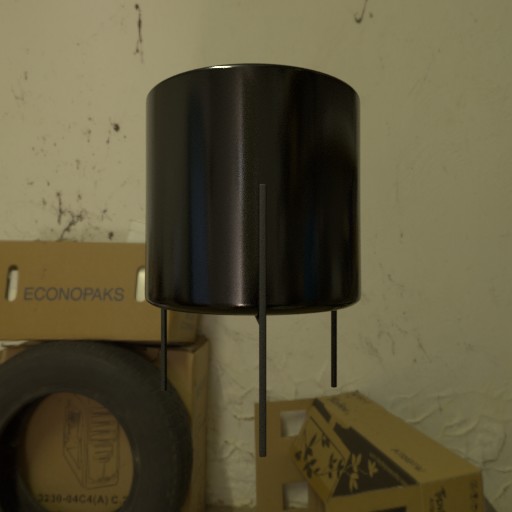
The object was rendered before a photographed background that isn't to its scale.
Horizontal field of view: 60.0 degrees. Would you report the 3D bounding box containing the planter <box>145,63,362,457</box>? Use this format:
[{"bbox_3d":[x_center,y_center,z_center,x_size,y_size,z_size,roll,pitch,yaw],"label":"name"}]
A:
[{"bbox_3d":[0.000,0.000,0.637,0.310,0.432,0.310,0,0,-19],"label":"planter"}]
